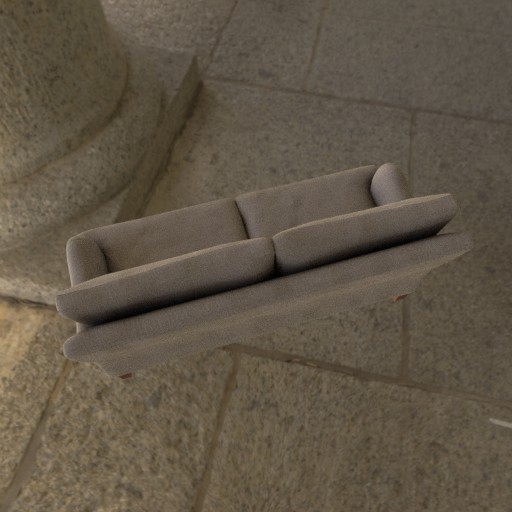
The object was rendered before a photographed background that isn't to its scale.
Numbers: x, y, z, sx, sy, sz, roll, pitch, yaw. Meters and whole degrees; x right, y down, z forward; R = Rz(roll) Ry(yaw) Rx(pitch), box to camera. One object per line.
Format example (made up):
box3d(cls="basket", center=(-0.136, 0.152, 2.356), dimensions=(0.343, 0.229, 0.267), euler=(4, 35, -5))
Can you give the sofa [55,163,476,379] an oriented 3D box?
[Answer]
box3d(cls="sofa", center=(0.000, 0.000, 2.791), dimensions=(2.193, 1.096, 1.069), euler=(-14, 59, -9))
